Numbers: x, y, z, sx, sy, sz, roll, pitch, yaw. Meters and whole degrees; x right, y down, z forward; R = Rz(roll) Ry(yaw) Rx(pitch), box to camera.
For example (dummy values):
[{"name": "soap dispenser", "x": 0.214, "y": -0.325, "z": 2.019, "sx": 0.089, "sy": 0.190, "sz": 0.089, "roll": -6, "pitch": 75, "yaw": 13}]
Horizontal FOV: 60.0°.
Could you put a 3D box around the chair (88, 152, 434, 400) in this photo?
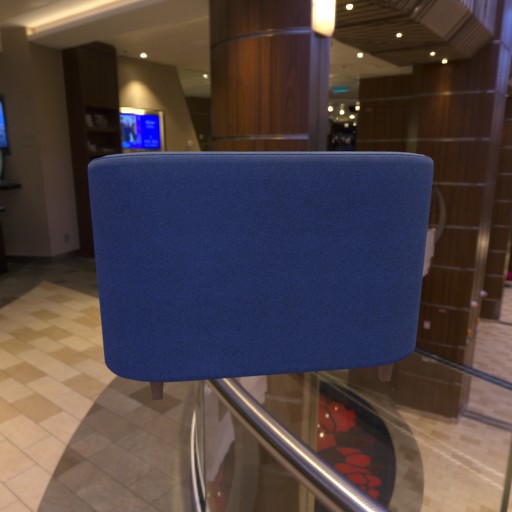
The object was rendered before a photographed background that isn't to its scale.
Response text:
[{"name": "chair", "x": 0.000, "y": 0.000, "z": 1.721, "sx": 1.118, "sy": 0.787, "sz": 0.914, "roll": -2, "pitch": 13, "yaw": -9}]
